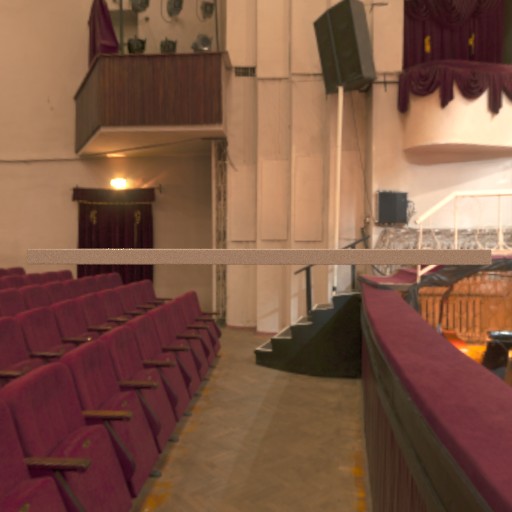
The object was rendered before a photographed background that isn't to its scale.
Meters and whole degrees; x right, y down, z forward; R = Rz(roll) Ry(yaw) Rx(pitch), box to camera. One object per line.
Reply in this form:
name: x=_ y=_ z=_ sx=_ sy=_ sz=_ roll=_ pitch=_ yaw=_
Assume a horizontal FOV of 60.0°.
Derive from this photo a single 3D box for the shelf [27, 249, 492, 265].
shelf: x=0.000 y=0.000 z=0.651 sx=0.610 sy=0.020 sz=0.140 roll=0 pitch=1 yaw=3
